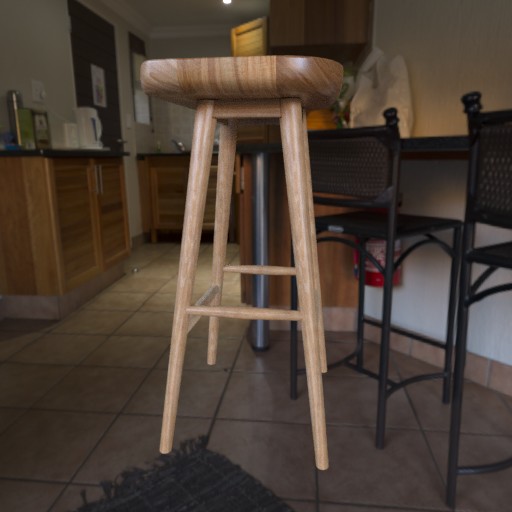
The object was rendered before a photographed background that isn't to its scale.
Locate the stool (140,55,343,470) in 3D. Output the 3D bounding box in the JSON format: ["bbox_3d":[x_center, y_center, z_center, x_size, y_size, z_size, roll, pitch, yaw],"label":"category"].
[{"bbox_3d":[0.000,0.000,0.926,0.322,0.698,0.407,2,14,8],"label":"stool"}]
